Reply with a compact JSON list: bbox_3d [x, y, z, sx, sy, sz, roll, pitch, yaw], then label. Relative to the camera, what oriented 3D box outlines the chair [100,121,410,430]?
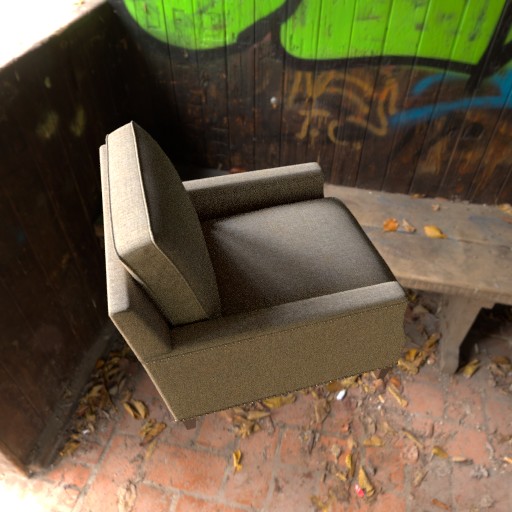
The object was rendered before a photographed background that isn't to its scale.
[{"bbox_3d":[0.000,0.000,1.740,1.014,0.943,0.853,-11,46,-11],"label":"chair"}]
